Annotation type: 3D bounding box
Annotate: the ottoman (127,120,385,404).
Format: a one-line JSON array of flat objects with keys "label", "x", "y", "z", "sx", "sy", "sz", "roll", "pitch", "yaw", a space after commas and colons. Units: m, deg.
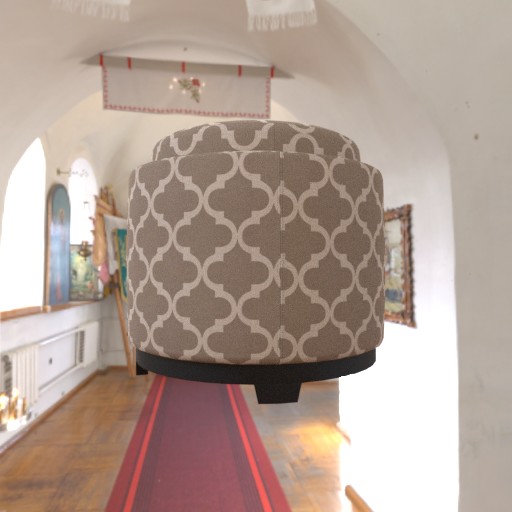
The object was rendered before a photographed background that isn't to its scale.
[{"label": "ottoman", "x": 0.000, "y": 0.000, "z": 0.856, "sx": 0.480, "sy": 0.429, "sz": 0.480, "roll": 0, "pitch": -1, "yaw": 0}]
